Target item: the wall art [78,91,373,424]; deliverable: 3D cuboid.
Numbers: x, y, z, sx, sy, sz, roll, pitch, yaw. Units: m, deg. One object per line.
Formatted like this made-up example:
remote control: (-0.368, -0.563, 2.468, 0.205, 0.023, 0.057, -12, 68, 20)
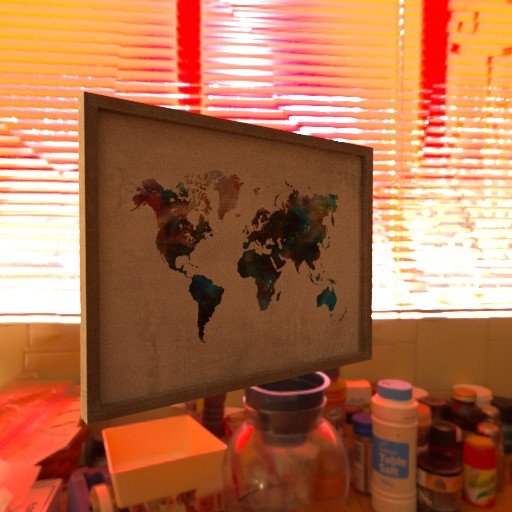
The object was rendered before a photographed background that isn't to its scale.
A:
wall art: (0.000, 0.000, 1.753, 1.320, 1.009, 0.070, -1, 2, -36)
